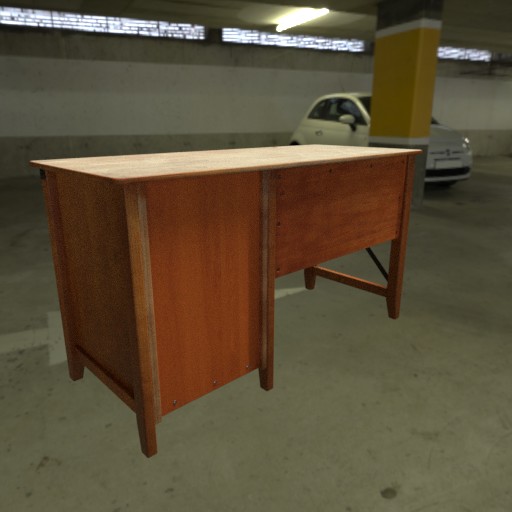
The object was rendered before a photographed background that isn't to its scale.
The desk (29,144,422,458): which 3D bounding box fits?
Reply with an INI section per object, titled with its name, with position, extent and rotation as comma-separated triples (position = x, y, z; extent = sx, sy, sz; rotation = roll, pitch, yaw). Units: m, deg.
[desk]
position = 0.000, 0.000, 1.690
extent = 1.353, 0.756, 0.574
rotation = -15, 23, -41
